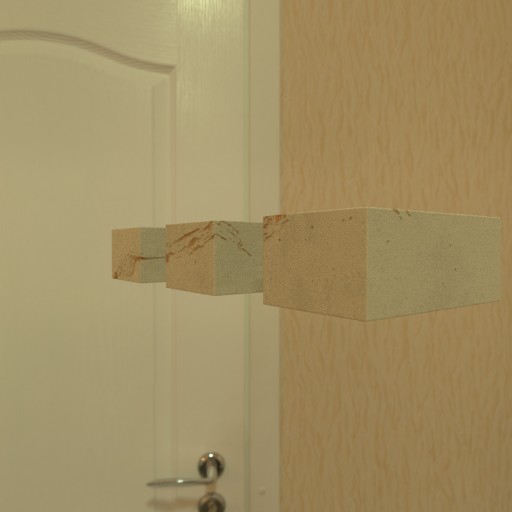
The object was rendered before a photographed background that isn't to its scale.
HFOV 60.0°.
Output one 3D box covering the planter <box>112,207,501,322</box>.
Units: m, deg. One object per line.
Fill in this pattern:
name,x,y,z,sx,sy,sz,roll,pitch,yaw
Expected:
planter,0.000,0.000,0.368,0.127,0.051,0.333,-1,2,-37
